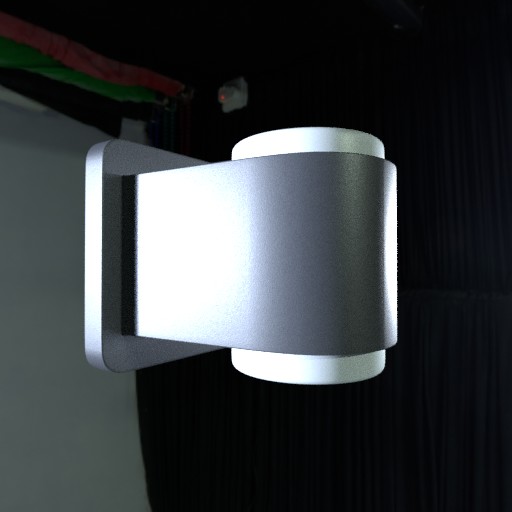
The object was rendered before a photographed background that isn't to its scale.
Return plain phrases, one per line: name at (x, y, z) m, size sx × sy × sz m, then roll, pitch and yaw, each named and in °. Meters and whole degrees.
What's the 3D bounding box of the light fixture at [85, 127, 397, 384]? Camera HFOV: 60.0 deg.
light fixture at (0.000, 0.000, 0.214) m, size 0.132 × 0.109 × 0.109 m, roll -1°, pitch -1°, yaw 36°
